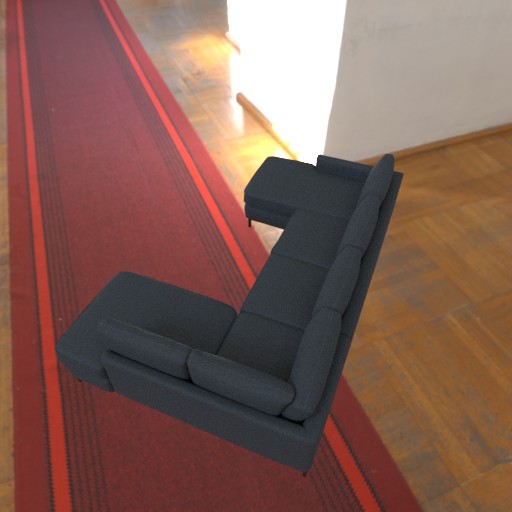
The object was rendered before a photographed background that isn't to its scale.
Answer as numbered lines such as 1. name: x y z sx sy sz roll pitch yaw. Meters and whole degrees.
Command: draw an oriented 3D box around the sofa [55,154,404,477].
1. sofa: 0.000 0.000 3.893 1.984 0.858 2.975 17 48 16
